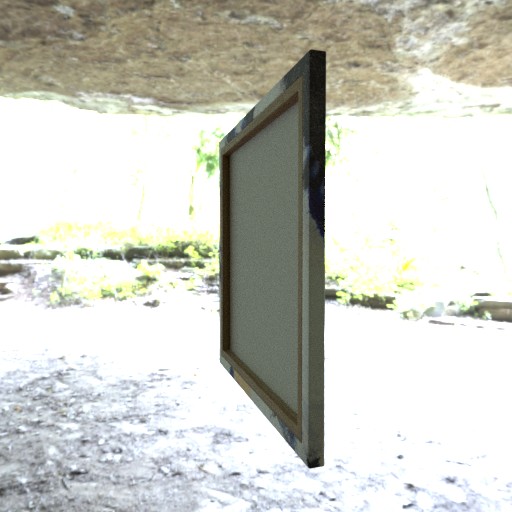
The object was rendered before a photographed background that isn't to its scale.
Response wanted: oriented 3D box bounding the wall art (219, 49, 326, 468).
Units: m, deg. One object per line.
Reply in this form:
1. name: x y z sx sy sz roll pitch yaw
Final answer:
1. wall art: 0.000 0.000 1.360 0.038 0.885 0.887 -1 2 -17
